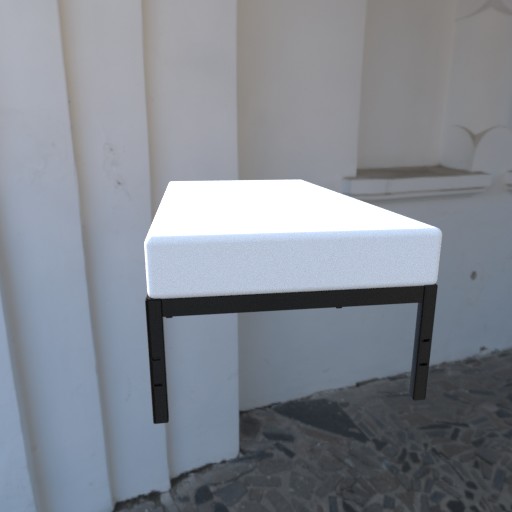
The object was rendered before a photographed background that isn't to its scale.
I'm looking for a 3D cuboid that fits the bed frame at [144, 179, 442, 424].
[{"bbox_3d":[0.000,0.000,2.447,1.023,0.659,1.950,-2,15,-8],"label":"bed frame"}]
